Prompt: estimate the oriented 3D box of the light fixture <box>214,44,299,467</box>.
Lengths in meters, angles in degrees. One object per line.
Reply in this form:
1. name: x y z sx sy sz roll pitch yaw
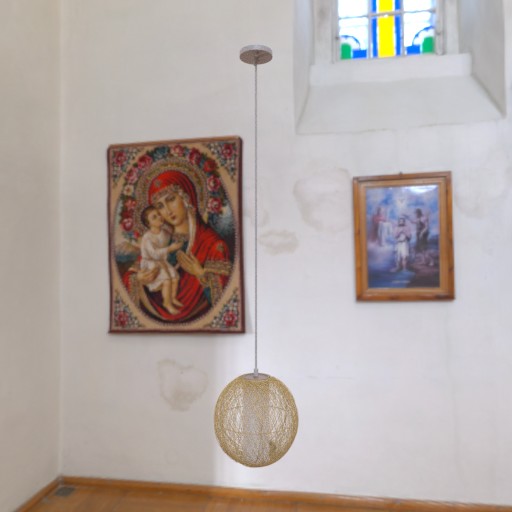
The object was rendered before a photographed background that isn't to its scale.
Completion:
1. light fixture: 0.000 0.000 2.123 0.406 1.955 0.407 0 -1 -36
